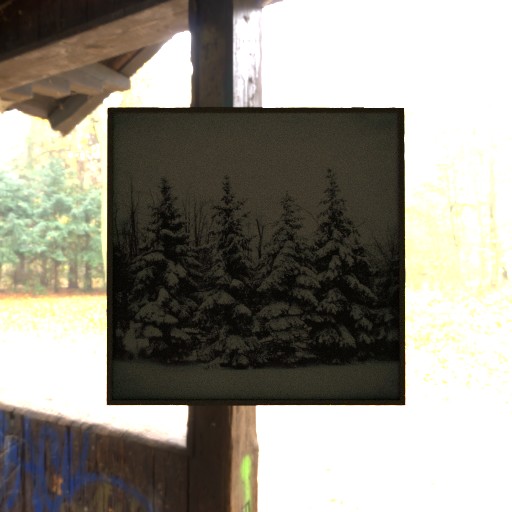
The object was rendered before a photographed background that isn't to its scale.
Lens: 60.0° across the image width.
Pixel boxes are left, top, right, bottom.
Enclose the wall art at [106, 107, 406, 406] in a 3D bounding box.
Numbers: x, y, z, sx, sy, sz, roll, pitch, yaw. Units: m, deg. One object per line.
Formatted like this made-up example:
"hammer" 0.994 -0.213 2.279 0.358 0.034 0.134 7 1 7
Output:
"wall art" 0.000 0.000 1.144 0.758 0.758 0.039 0 -1 0
